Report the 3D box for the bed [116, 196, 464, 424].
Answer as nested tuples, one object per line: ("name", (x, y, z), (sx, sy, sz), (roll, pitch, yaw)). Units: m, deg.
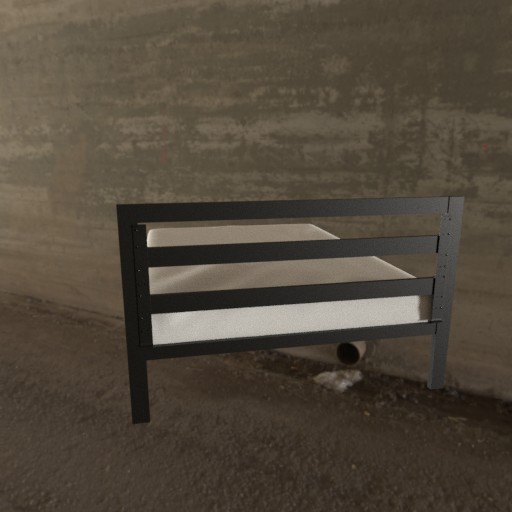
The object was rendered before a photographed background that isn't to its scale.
("bed", (0.000, 0.000, 2.953), (1.524, 0.967, 2.062), (-3, 14, -11))
